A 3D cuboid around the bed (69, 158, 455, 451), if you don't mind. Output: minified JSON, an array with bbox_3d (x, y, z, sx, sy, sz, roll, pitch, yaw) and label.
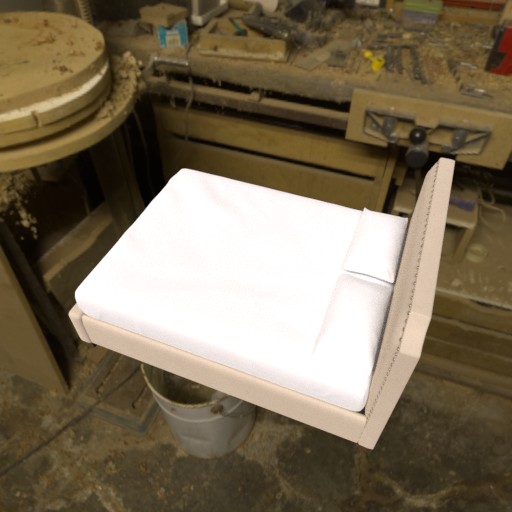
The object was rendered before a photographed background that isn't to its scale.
[{"bbox_3d":[0.000,0.000,3.335,2.329,1.415,1.703,16,49,15],"label":"bed"}]
